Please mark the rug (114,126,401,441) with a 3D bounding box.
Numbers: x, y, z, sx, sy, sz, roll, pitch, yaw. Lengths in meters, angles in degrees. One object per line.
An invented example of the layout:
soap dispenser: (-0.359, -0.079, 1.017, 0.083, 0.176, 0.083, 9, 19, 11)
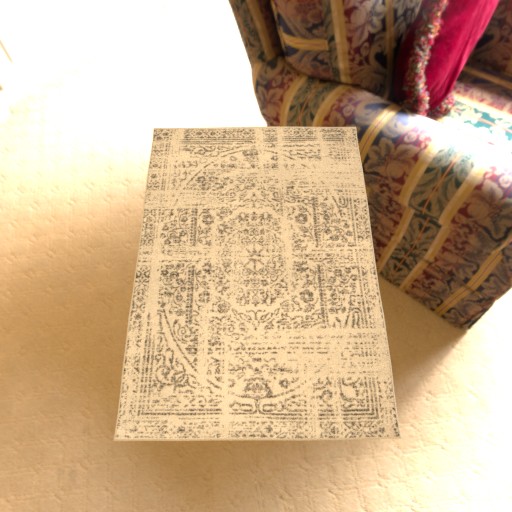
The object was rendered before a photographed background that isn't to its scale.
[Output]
rug: (0.000, 0.000, 3.159, 1.706, 0.026, 2.438, 0, 63, 0)
